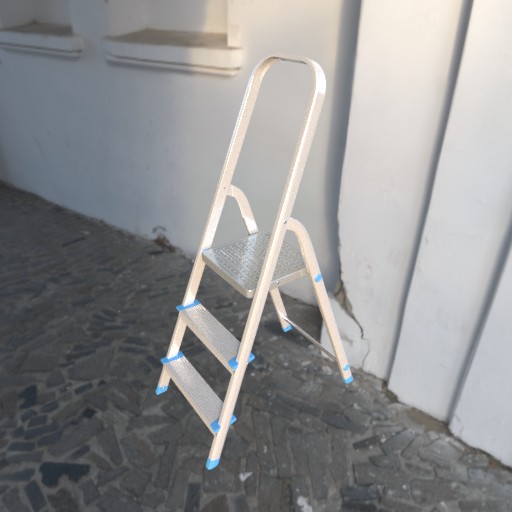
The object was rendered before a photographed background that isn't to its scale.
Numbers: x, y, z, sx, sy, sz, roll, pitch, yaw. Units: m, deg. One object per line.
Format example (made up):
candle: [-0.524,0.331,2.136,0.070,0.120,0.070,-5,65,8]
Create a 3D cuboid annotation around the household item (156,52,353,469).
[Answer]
household item: [0.000,0.000,1.478,0.687,1.215,0.420,-20,36,-30]
